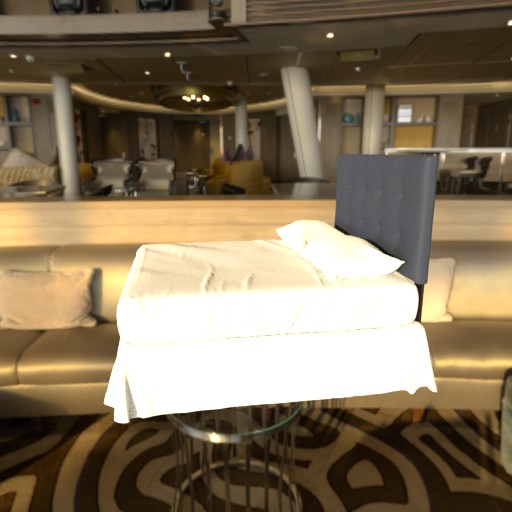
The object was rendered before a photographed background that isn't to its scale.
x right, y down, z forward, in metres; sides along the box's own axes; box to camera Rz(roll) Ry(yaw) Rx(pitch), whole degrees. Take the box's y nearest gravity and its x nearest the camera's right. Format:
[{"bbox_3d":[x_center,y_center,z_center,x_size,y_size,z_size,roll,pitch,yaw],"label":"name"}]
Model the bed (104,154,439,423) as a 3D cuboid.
[{"bbox_3d":[0.000,0.000,3.536,2.222,1.577,1.936,-2,14,-9],"label":"bed"}]
